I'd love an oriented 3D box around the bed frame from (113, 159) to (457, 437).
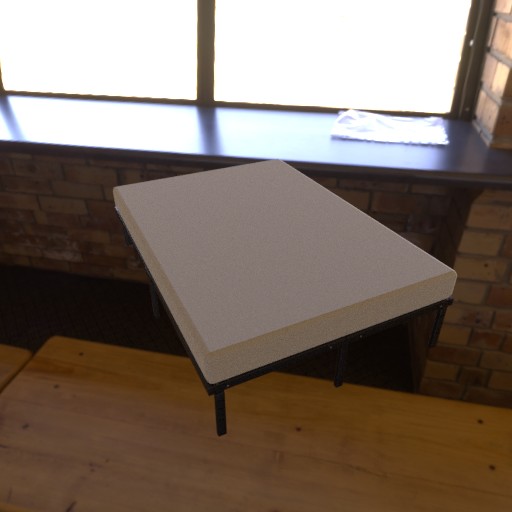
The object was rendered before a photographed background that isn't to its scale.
[{"bbox_3d":[0.000,0.000,3.900,2.205,0.680,2.842,-10,33,-16],"label":"bed frame"}]
